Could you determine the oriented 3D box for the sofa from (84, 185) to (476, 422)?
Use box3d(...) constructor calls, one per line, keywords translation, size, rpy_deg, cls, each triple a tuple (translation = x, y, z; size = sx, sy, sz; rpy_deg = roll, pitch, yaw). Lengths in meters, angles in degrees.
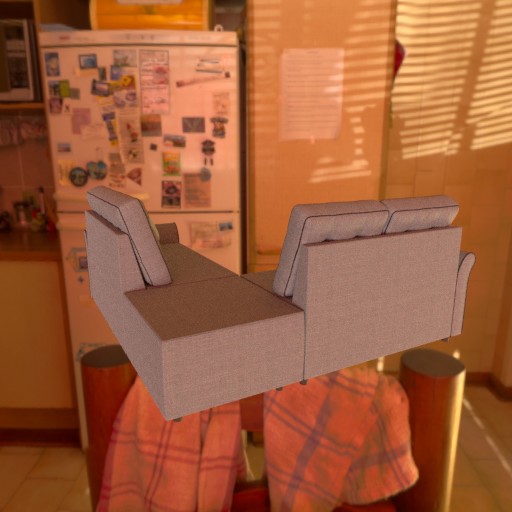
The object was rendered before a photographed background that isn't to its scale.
box3d(translation=(0.000, 0.000, 3.242), size=(2.068, 0.988, 2.070), rpy_deg=(-8, 16, -28), cls="sofa")
